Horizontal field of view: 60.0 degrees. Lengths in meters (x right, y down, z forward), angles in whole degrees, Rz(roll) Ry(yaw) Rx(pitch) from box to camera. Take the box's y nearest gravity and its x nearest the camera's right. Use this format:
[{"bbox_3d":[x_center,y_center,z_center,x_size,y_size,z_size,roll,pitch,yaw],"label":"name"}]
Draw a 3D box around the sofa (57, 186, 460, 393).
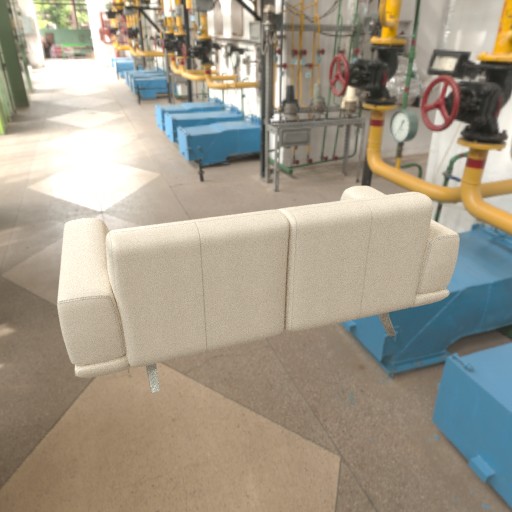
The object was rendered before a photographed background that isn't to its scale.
[{"bbox_3d":[0.000,0.000,2.371,1.901,0.772,0.900,-9,28,-17],"label":"sofa"}]
